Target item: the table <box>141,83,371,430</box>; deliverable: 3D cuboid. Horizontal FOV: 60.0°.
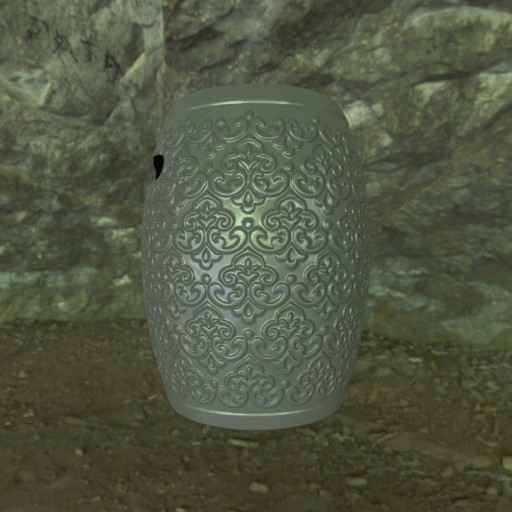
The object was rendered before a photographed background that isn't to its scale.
[{"bbox_3d":[0.000,0.000,0.616,0.309,0.397,0.309,0,1,0],"label":"table"}]
